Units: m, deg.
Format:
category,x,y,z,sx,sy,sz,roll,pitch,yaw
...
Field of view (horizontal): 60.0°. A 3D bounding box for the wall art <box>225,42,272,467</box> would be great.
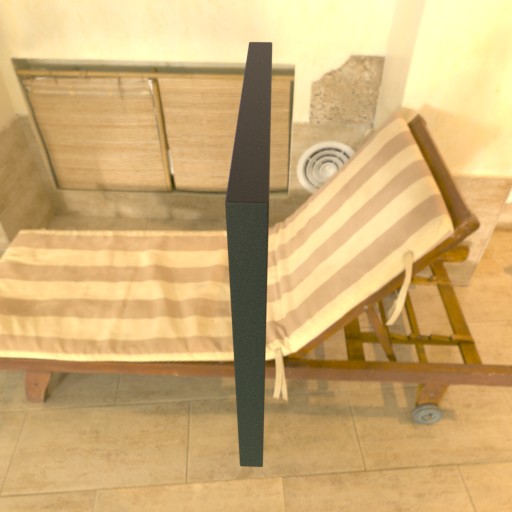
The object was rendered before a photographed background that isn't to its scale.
category,x,y,z,sx,sy,sz,roll,pitch,yaw
wall art,0.000,0.000,0.524,0.028,0.381,0.328,1,42,1
